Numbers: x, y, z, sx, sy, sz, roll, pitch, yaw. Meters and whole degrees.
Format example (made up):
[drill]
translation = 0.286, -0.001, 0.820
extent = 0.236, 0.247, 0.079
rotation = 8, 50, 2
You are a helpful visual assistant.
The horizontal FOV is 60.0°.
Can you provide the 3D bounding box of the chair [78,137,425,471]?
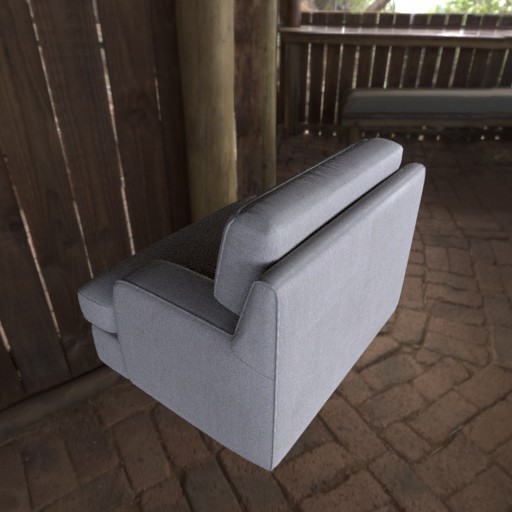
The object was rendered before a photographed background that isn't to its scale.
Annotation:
[chair]
translation = 0.000, 0.000, 2.005
extent = 1.043, 0.974, 1.270
rotation = 21, 37, 31
